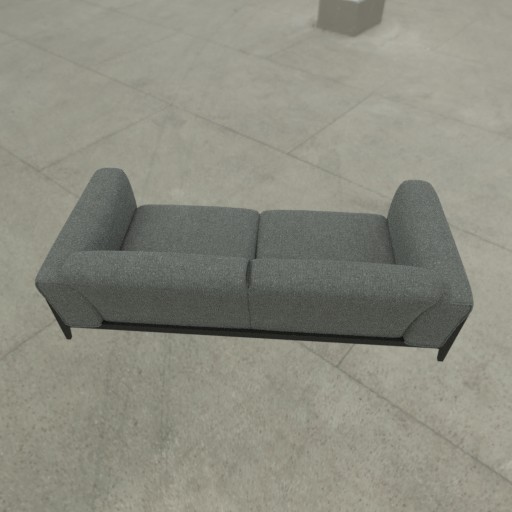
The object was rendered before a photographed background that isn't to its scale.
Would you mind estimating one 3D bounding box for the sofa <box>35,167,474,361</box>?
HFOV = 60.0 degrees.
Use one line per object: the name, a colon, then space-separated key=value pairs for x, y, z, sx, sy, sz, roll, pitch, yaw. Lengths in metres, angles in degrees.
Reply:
sofa: x=0.000 y=0.000 z=2.536 sx=2.125 sy=0.703 sz=0.985 roll=3 pitch=45 yaw=3
